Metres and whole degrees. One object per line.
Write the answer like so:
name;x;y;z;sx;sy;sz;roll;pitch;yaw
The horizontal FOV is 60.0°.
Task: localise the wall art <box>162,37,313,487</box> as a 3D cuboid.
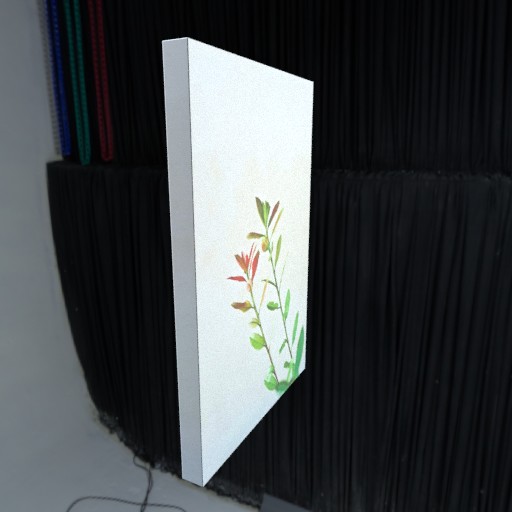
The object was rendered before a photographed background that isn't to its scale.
wall art;0.000;0.000;0.766;0.038;0.611;0.408;7;16;27
